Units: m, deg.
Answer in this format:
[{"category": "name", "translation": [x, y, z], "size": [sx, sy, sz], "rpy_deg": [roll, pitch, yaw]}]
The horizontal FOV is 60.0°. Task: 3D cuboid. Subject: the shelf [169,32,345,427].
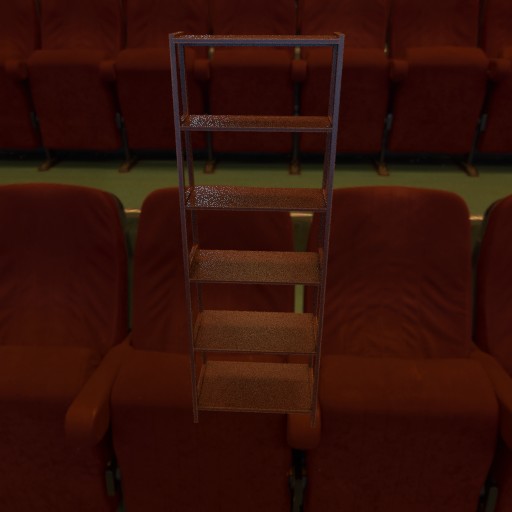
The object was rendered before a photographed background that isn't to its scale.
[{"category": "shelf", "translation": [0.000, 0.000, 2.114], "size": [0.660, 1.892, 0.381], "rpy_deg": [1, 29, 2]}]
